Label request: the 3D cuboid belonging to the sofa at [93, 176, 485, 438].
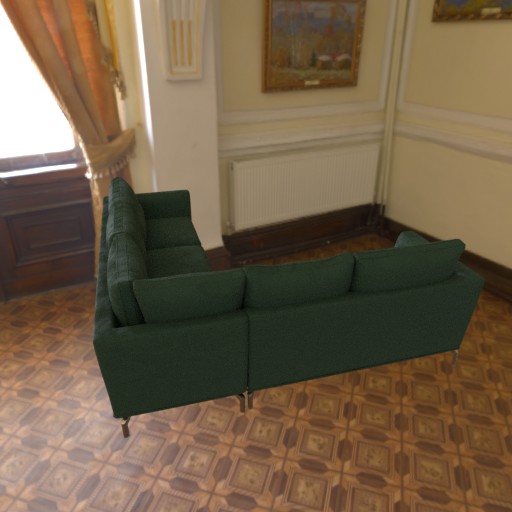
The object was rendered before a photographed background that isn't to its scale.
[{"bbox_3d":[0.000,0.000,3.764,2.468,1.004,2.452,-7,27,-14],"label":"sofa"}]
